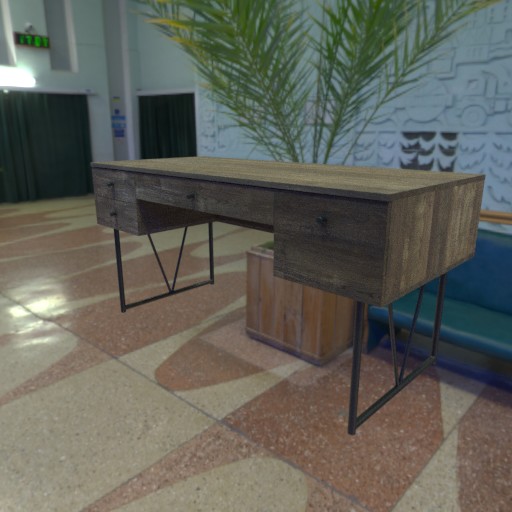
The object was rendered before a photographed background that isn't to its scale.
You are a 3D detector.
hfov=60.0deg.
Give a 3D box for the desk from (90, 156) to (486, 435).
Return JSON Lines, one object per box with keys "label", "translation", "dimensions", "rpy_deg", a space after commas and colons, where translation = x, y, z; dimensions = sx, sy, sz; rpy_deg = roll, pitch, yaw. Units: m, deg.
{"label": "desk", "translation": [0.000, 0.000, 1.988], "dimensions": [1.600, 0.780, 0.730], "rpy_deg": [15, 22, 42]}
